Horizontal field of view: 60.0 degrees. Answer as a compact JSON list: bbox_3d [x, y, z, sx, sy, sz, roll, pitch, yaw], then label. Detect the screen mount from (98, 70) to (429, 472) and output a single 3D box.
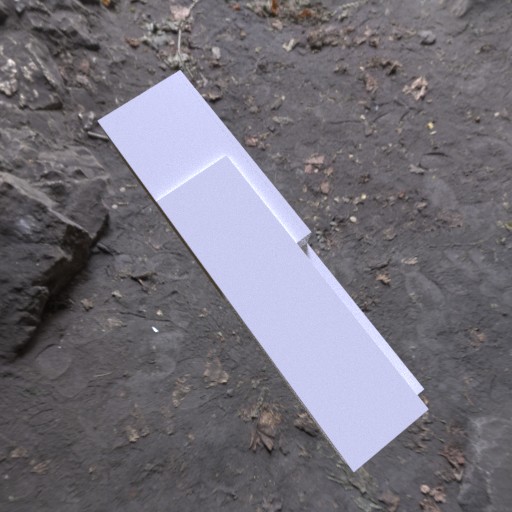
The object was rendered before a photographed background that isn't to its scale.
[{"bbox_3d":[0.000,0.000,1.859,0.420,0.320,1.680,-35,78,-9],"label":"screen mount"}]
